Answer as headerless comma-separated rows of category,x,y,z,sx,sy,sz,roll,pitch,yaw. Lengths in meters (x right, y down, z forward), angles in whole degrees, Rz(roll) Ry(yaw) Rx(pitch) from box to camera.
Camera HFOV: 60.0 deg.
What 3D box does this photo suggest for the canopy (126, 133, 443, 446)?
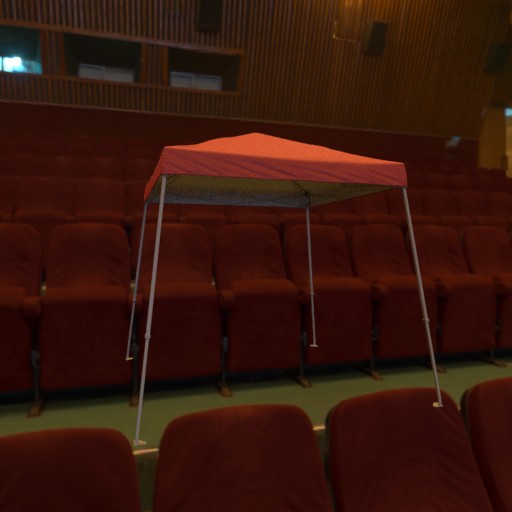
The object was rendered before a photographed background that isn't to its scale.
canopy,0.000,0.000,6.504,3.600,3.600,3.599,0,1,-18
